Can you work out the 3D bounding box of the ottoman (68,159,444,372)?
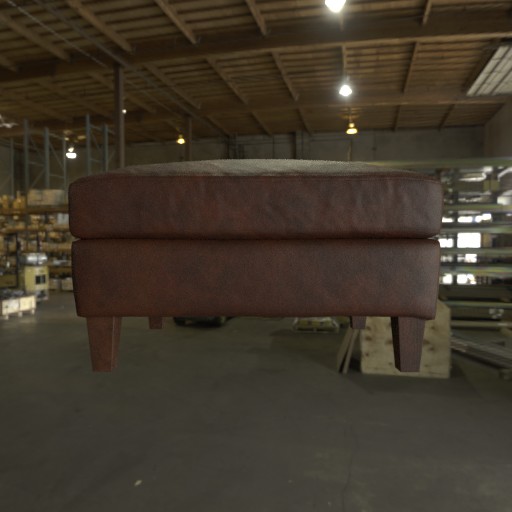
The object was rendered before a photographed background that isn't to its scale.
[{"bbox_3d":[0.000,0.000,1.307,0.887,0.527,0.659,0,1,0],"label":"ottoman"}]
